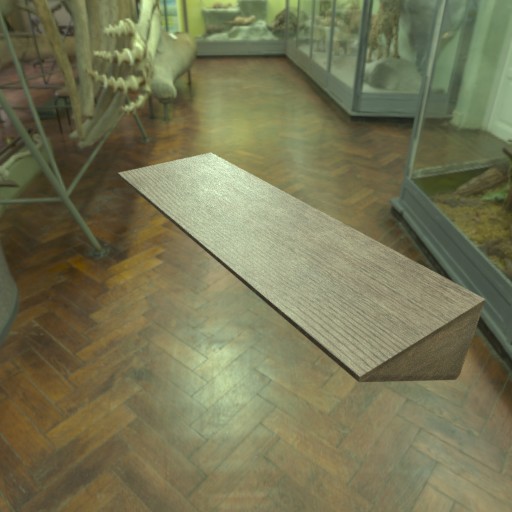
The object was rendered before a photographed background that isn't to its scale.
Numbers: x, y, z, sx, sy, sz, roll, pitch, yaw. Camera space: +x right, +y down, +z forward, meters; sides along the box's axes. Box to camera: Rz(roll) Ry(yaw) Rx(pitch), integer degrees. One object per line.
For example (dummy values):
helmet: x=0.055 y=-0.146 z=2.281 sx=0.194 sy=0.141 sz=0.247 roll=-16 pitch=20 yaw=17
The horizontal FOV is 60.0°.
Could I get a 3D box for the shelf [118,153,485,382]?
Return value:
shelf: x=0.000 y=0.000 z=0.692 sx=0.200 sy=0.125 sz=0.610 roll=-20 pitch=37 yaw=-29
